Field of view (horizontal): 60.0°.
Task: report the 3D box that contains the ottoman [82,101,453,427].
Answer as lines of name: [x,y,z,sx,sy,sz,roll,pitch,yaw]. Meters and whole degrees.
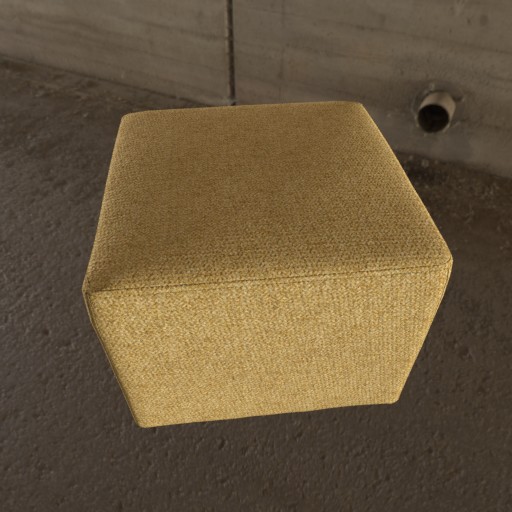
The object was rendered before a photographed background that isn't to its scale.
ottoman: [0.000,0.000,0.888,0.512,0.441,0.505,-4,45,-4]
